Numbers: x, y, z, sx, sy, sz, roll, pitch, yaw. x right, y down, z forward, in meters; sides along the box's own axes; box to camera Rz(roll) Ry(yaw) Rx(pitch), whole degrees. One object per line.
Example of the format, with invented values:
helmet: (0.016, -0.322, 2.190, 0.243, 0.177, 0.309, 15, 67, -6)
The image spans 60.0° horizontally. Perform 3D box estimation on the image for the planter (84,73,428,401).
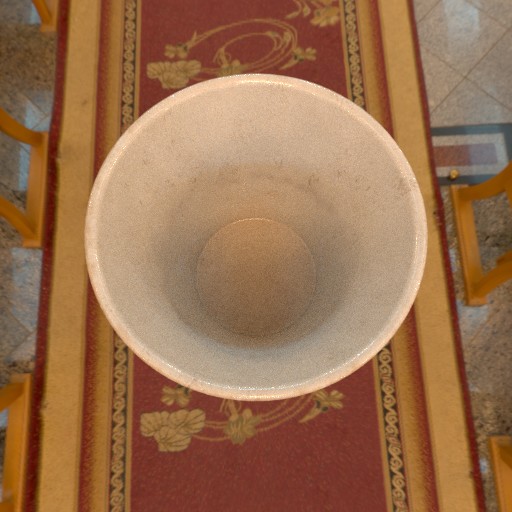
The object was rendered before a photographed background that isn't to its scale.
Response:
planter: (0.000, 0.000, 0.213, 0.126, 0.104, 0.126, 0, 76, 0)
